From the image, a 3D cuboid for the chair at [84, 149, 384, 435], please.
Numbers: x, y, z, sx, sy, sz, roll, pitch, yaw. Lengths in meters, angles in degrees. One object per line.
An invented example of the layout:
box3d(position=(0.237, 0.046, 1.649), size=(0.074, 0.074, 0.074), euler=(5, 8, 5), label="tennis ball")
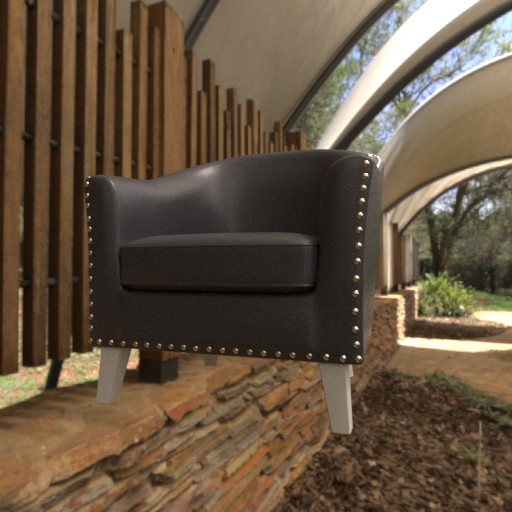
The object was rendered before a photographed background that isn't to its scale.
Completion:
box3d(position=(0.000, 0.000, 1.424), size=(0.794, 0.823, 0.748), euler=(0, -1, 19), label="chair")
